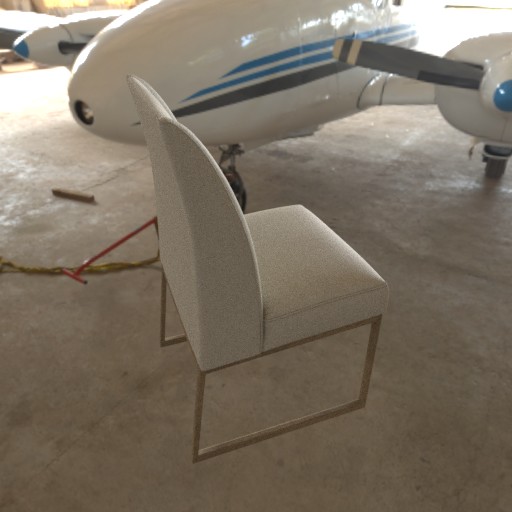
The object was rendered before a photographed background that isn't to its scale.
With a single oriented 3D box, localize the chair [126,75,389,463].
[{"bbox_3d":[0.000,0.000,1.175,0.522,0.863,0.508,-11,33,-17],"label":"chair"}]
